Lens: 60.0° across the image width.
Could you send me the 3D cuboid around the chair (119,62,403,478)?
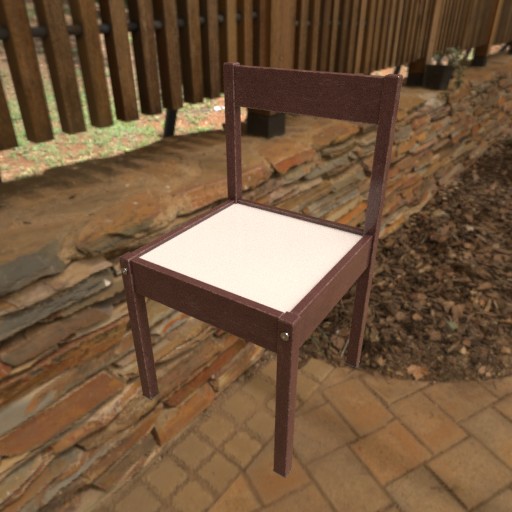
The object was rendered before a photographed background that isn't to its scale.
[{"bbox_3d":[0.000,0.000,0.675,0.285,0.505,0.285,18,34,28],"label":"chair"}]
